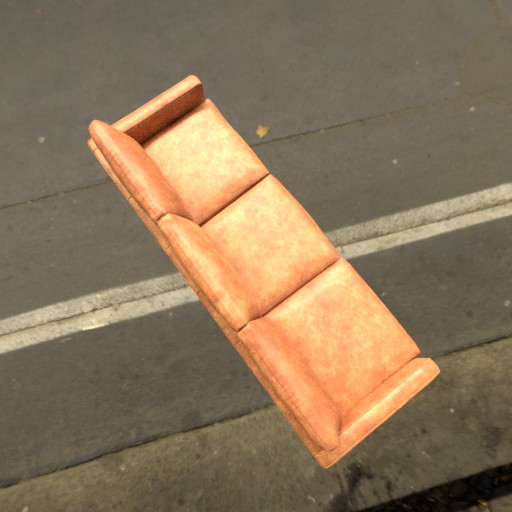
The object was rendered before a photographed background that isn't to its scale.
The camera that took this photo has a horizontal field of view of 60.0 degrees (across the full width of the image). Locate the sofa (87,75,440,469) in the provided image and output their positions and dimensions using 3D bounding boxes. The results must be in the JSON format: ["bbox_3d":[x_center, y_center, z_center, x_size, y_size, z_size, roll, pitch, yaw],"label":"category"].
[{"bbox_3d":[0.000,0.000,2.373,0.748,0.863,2.029,-36,78,-9],"label":"sofa"}]
